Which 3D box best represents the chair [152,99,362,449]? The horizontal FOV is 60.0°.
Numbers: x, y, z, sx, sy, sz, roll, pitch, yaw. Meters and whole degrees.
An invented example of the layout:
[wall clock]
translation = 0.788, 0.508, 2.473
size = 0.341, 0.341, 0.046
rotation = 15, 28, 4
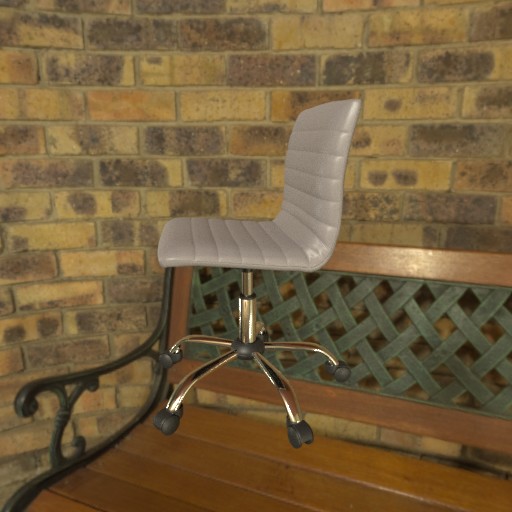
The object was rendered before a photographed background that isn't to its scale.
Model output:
[chair]
translation = 0.000, 0.000, 1.135
size = 0.542, 0.750, 0.569
rotation = -2, 15, -9
